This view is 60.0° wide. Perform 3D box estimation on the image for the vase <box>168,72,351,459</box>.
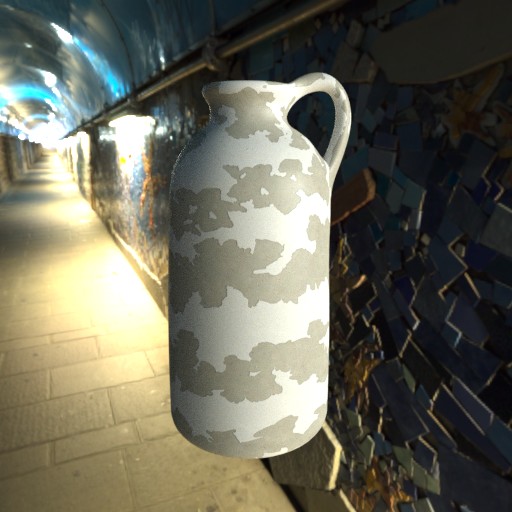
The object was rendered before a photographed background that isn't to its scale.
[{"bbox_3d":[0.000,0.000,0.491,0.203,0.382,0.186,-2,15,-8],"label":"vase"}]
